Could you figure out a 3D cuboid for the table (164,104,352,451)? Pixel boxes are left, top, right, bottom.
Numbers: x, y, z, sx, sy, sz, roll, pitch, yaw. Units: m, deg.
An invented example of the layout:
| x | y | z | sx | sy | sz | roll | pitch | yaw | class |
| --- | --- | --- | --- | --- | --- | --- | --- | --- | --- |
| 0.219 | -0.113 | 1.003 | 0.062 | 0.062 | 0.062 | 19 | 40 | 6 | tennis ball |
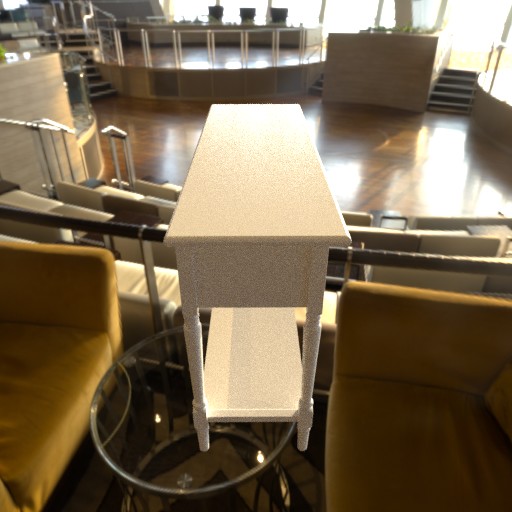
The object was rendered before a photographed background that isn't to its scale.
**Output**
| x | y | z | sx | sy | sz | roll | pitch | yaw | class |
| --- | --- | --- | --- | --- | --- | --- | --- | --- | --- |
| 0.000 | 0.000 | 1.622 | 0.386 | 0.814 | 1.191 | 0 | 31 | 0 | table |
